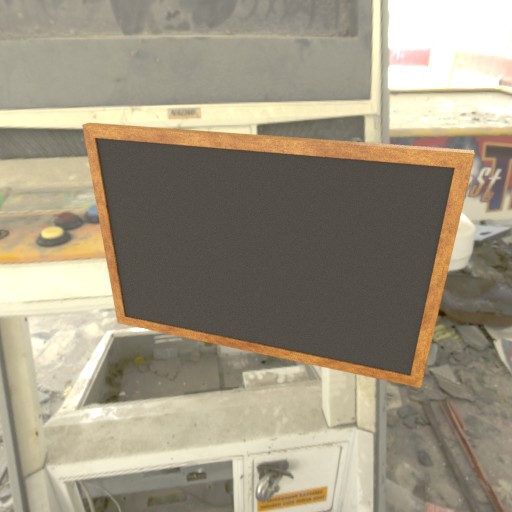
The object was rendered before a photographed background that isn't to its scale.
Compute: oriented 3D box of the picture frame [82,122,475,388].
[{"bbox_3d":[0.000,0.000,1.160,0.922,0.621,0.029,9,29,16],"label":"picture frame"}]
